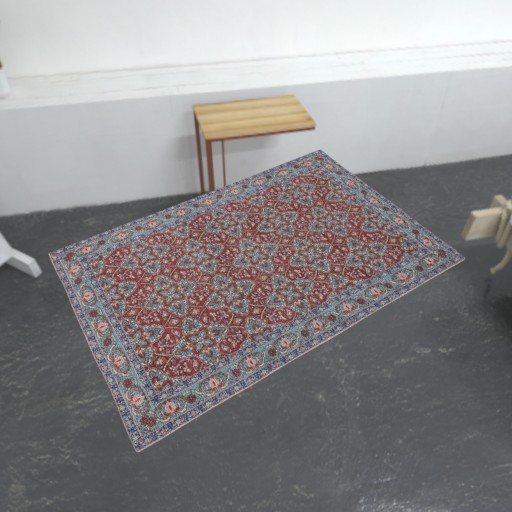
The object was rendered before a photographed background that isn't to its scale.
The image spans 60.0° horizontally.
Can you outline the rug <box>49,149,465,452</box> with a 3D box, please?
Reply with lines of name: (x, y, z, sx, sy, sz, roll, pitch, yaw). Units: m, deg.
rug: (0.000, 0.000, 2.328, 1.829, 0.009, 1.219, -25, 51, -22)
